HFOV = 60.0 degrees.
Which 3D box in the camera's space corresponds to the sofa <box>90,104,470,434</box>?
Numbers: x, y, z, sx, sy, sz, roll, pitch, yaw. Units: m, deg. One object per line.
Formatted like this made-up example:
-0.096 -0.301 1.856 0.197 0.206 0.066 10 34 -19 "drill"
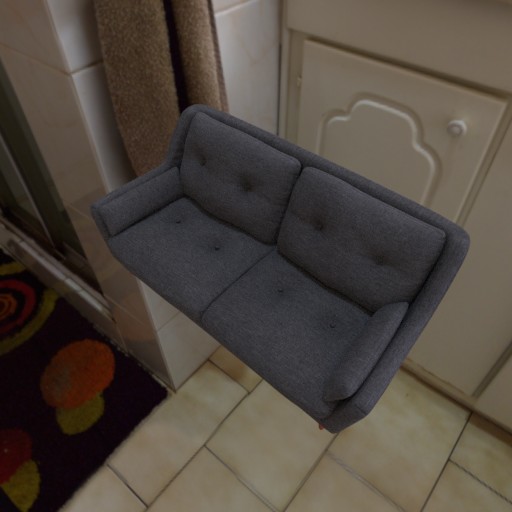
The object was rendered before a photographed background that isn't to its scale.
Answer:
0.000 0.000 2.477 1.929 0.896 0.975 33 55 27 "sofa"
